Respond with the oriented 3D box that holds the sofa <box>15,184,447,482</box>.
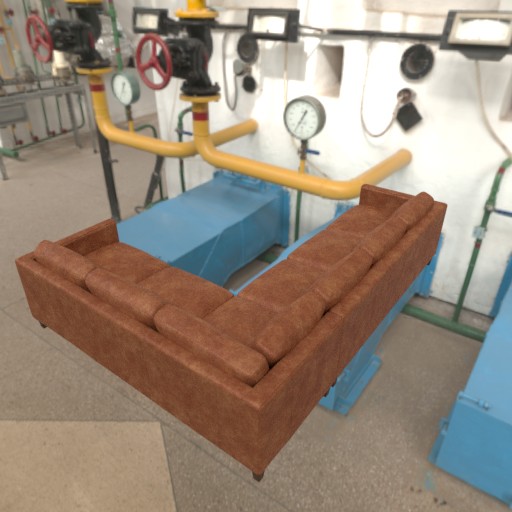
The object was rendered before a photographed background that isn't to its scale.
[{"bbox_3d":[0.000,0.000,4.084,2.438,0.838,3.167,21,37,31],"label":"sofa"}]
